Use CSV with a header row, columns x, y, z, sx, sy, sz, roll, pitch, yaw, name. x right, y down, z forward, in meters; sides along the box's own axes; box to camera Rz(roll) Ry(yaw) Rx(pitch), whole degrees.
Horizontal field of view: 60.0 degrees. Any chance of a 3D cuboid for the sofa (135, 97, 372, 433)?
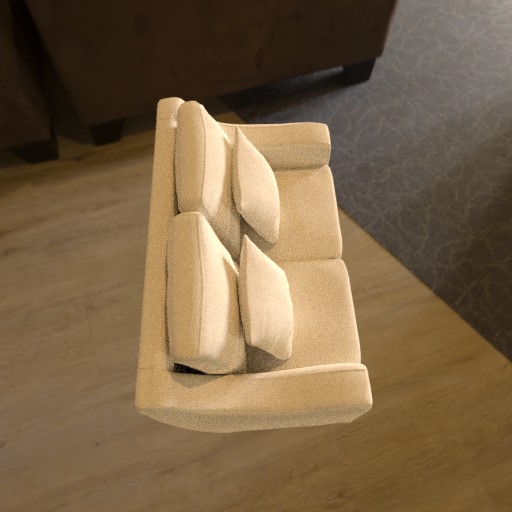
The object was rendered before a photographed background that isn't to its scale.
x,y,z,sx,sy,sz,roll,pitch,yaw,name
0.000,0.000,2.442,1.040,1.047,1.744,-2,62,-1,sofa
